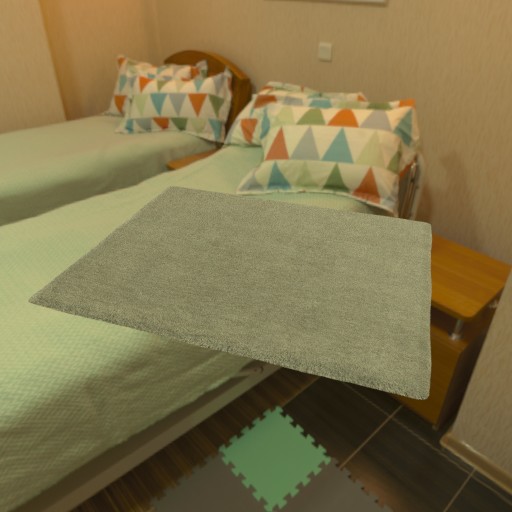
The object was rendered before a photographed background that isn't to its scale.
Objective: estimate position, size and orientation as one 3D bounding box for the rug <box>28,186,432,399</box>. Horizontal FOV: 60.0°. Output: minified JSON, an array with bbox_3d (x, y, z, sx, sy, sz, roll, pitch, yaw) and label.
[{"bbox_3d":[0.000,0.000,3.892,2.933,0.027,2.332,10,34,16],"label":"rug"}]
